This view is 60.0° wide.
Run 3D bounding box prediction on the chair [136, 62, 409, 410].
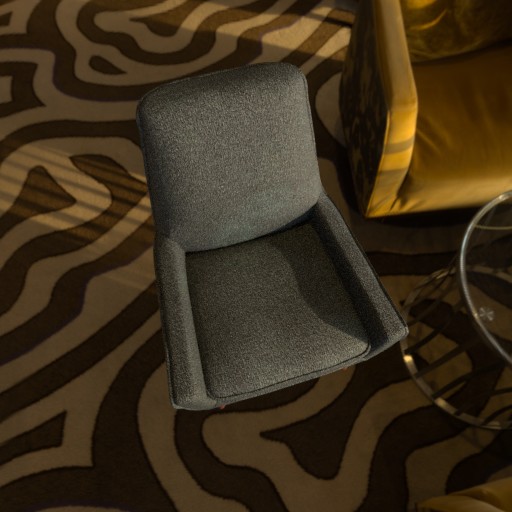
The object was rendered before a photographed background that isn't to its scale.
[{"bbox_3d":[0.000,0.000,1.528,0.763,0.883,0.859,-15,65,-7],"label":"chair"}]
